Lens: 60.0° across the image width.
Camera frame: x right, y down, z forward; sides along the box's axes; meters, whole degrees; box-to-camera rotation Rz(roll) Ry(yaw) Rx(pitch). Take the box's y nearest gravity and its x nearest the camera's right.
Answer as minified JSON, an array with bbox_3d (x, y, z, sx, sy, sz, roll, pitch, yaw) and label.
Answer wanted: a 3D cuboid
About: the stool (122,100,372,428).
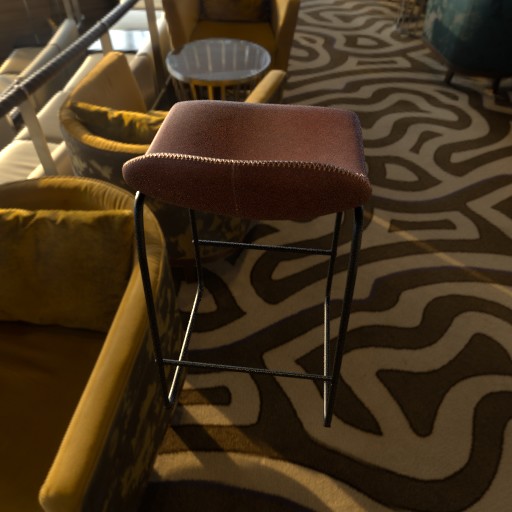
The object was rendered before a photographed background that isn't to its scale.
[{"bbox_3d":[0.000,0.000,1.076,0.454,0.830,0.473,5,45,5],"label":"stool"}]
